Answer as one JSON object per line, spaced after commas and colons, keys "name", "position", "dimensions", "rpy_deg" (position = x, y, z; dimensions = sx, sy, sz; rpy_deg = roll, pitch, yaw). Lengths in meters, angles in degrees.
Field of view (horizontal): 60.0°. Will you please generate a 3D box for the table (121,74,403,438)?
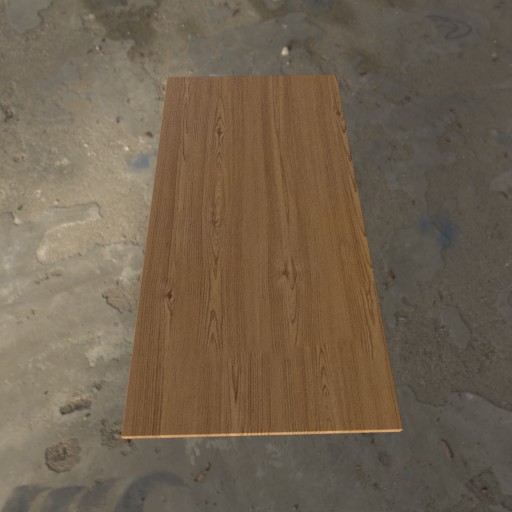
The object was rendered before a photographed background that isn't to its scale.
{"name": "table", "position": [0.000, 0.000, 2.206], "dimensions": [0.901, 0.750, 1.797], "rpy_deg": [-1, 58, -1]}
